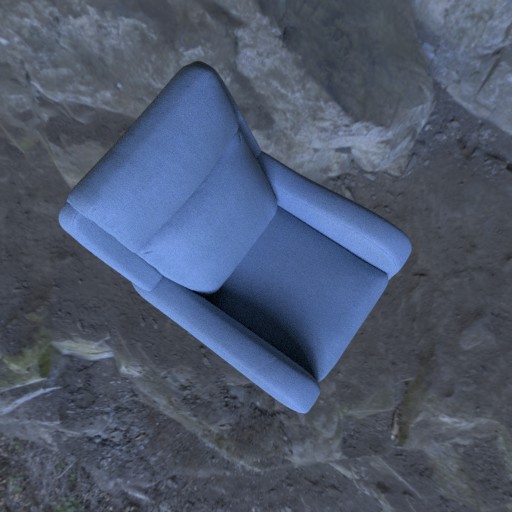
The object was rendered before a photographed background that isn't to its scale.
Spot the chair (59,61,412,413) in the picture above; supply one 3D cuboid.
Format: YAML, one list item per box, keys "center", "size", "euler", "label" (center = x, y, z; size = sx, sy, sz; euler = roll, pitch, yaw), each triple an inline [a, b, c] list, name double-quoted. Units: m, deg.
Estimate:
- center: [0.000, 0.000, 1.734]
  size: [0.988, 1.067, 0.785]
  euler: [35, 77, 9]
  label: "chair"
